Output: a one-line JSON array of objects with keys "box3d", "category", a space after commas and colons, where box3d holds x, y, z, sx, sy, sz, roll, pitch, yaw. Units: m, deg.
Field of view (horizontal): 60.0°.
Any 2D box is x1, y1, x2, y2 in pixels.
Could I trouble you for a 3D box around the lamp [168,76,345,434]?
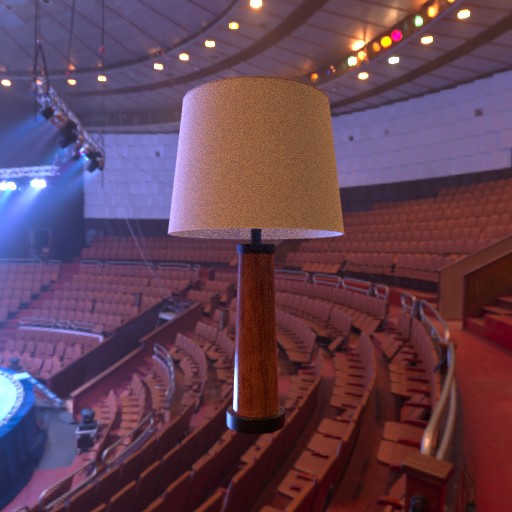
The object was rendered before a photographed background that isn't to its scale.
[{"box3d": [0.000, 0.000, 0.888, 0.349, 0.667, 0.349, 0, -1, 0], "category": "lamp"}]
